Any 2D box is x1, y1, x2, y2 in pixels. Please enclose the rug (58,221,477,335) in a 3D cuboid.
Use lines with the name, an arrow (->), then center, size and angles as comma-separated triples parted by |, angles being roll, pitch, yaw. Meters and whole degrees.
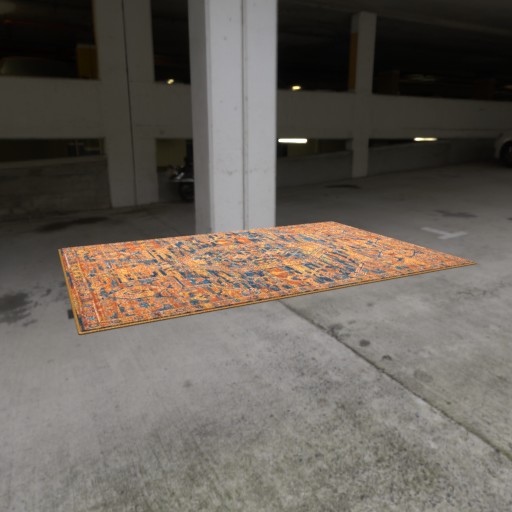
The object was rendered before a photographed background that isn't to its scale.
rug -> 0.000, 0.000, 2.209 | 1.758, 0.013, 1.148 | -7, 17, -25
